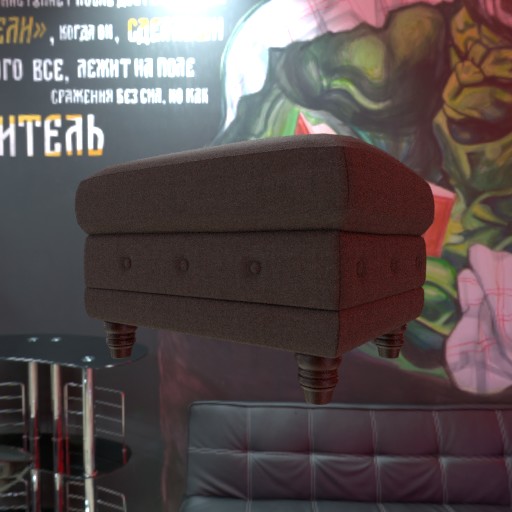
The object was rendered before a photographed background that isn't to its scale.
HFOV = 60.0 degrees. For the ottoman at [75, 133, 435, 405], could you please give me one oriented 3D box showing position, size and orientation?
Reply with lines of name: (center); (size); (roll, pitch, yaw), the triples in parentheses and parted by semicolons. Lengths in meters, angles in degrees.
ottoman: (0.000, 0.000, 1.208); (0.809, 0.555, 0.599); (1, 2, 35)
